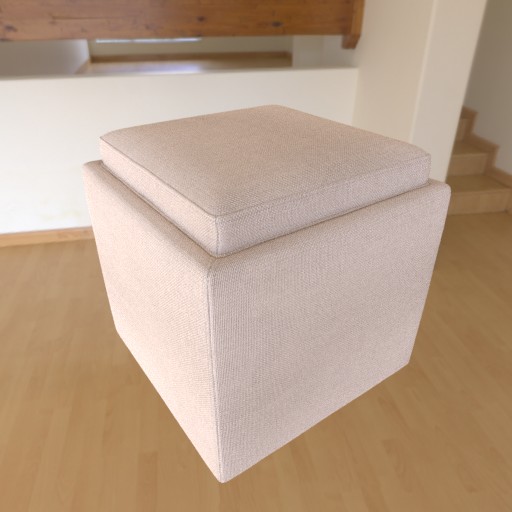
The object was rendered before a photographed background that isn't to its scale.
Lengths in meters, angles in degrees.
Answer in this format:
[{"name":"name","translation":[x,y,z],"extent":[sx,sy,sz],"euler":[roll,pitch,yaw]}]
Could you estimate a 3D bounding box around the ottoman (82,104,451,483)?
[{"name":"ottoman","translation":[0.000,0.000,0.801],"extent":[0.450,0.460,0.451],"euler":[-20,36,-30]}]
